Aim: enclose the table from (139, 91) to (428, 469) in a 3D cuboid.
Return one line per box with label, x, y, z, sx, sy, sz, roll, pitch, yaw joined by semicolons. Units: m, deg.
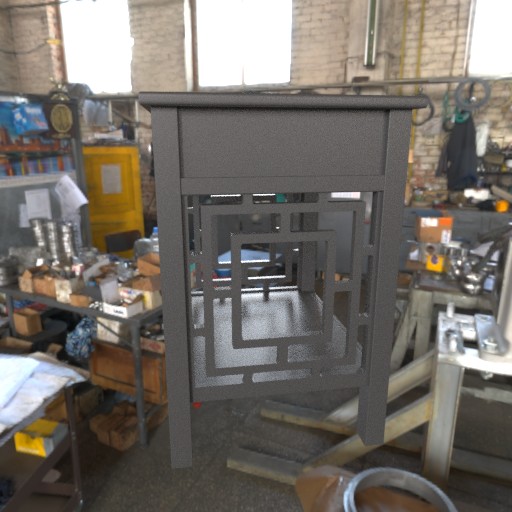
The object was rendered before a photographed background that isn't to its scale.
table;0.000;0.000;1.006;0.451;0.646;0.564;-2;15;-9
